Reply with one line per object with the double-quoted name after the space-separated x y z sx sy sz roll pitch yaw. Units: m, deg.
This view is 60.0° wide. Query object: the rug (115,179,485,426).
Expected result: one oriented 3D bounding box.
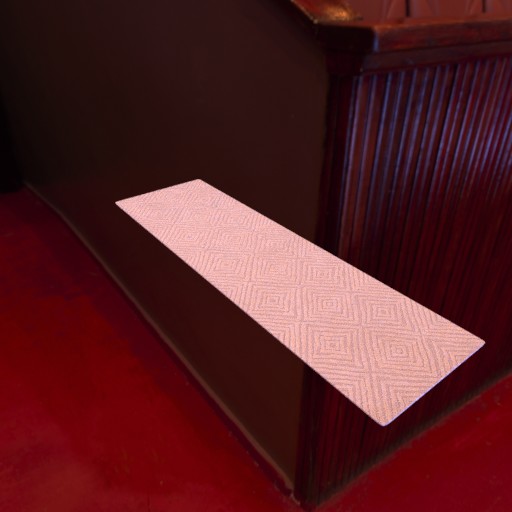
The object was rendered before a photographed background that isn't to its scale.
0.000 0.000 2.449 0.676 0.008 2.277 -22 38 -32 "rug"
